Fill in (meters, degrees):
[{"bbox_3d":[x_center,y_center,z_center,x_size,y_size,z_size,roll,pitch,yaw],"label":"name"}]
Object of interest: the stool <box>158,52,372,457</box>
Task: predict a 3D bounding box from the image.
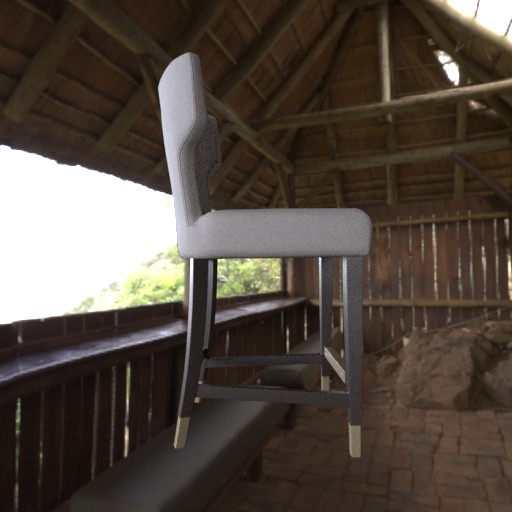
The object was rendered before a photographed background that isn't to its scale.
[{"bbox_3d":[0.000,0.000,1.317,0.563,0.982,0.527,0,0,0],"label":"stool"}]
